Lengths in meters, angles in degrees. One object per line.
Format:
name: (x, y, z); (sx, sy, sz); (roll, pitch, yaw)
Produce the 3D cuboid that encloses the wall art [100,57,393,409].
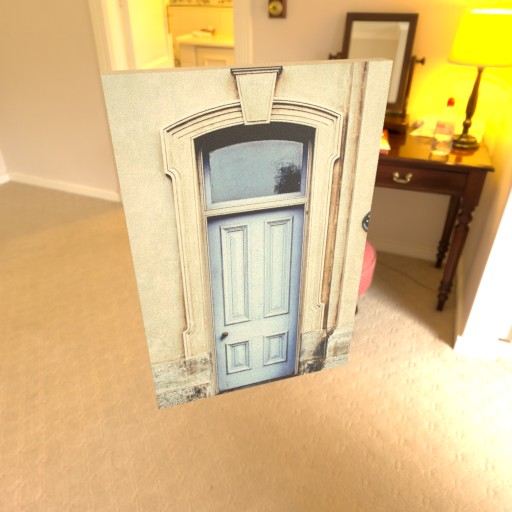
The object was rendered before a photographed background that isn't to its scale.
wall art: (0.000, 0.000, 0.956); (0.508, 0.764, 0.038); (-9, 33, -14)
